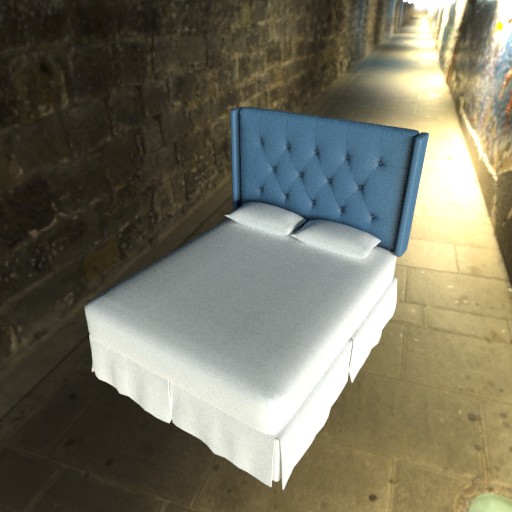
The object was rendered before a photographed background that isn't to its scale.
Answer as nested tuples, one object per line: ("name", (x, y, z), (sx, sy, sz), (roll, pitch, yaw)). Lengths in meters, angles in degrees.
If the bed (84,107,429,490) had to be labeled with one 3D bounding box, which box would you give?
("bed", (0.000, 0.000, 3.299), (1.719, 1.665, 2.078), (18, 35, 29))
